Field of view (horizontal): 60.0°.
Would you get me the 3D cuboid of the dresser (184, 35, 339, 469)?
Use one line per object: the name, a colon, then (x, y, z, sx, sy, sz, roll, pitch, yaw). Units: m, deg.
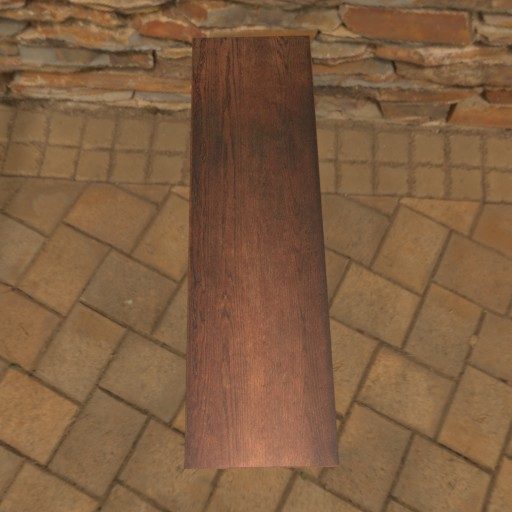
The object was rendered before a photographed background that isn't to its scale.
dresser: (0.000, 0.000, 1.935, 0.463, 0.856, 1.551, -1, 74, 0)
